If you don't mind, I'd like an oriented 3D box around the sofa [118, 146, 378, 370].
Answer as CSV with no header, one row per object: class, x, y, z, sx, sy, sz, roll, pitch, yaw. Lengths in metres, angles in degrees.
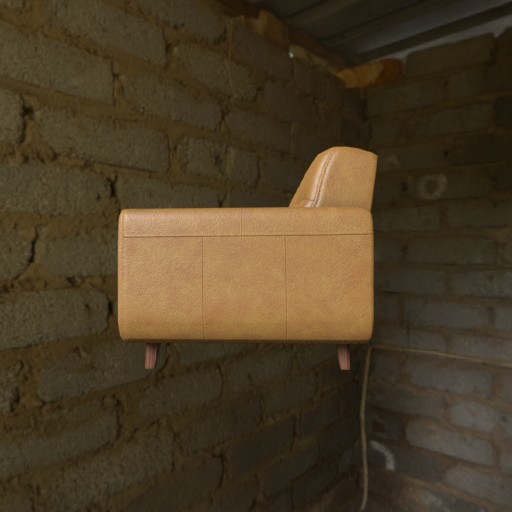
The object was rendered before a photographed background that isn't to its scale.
sofa,0.000,0.000,2.646,0.980,0.892,2.137,0,0,1
